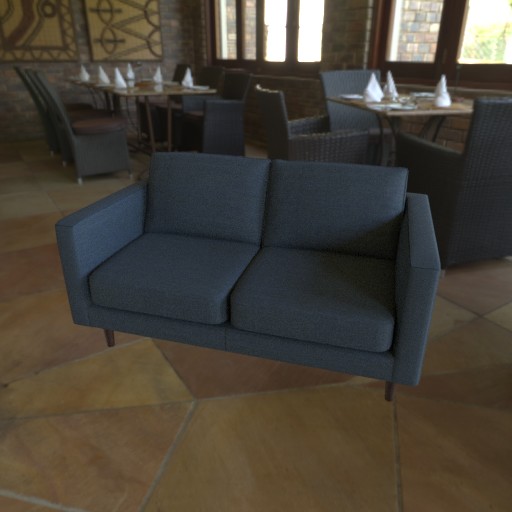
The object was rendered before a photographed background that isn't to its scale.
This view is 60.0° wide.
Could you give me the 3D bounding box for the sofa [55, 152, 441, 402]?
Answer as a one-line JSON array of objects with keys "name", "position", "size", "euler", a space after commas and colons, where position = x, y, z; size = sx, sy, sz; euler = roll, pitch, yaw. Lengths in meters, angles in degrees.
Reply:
[{"name": "sofa", "position": [0.000, 0.000, 2.304], "size": [1.659, 0.907, 0.999], "euler": [7, 25, 15]}]
